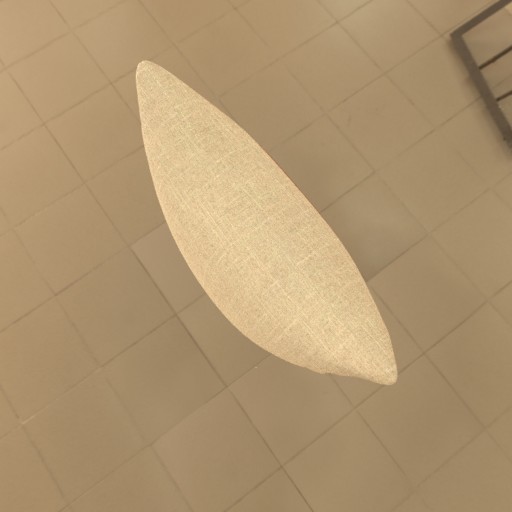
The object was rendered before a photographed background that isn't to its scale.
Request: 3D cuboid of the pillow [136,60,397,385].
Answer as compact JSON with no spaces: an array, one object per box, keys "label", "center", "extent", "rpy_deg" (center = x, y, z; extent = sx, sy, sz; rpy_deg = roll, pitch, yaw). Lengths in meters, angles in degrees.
[{"label":"pillow","center":[0.000,0.000,0.625],"extent":[0.173,0.399,0.414],"rpy_deg":[-36,79,-8]}]
